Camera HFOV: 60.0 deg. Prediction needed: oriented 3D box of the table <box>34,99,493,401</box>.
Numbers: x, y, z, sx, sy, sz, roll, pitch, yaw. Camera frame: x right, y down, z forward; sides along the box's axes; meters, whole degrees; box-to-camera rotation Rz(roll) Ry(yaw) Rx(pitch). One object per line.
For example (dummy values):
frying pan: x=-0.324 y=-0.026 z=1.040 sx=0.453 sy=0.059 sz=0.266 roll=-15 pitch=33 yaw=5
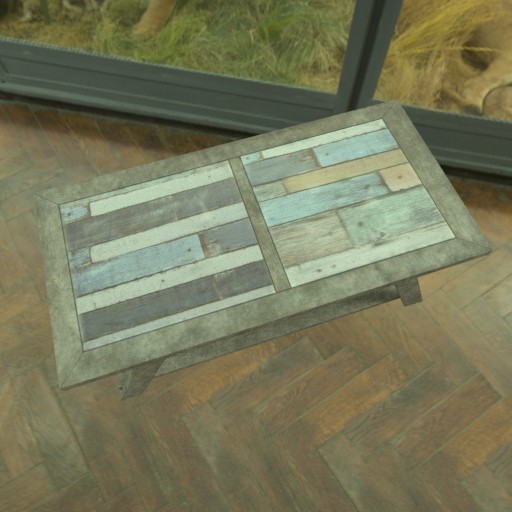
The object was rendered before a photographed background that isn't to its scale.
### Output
table: x=0.000 y=0.000 z=1.512 sx=1.219 sy=0.470 sz=0.610 roll=-17 pitch=65 yaw=-8
